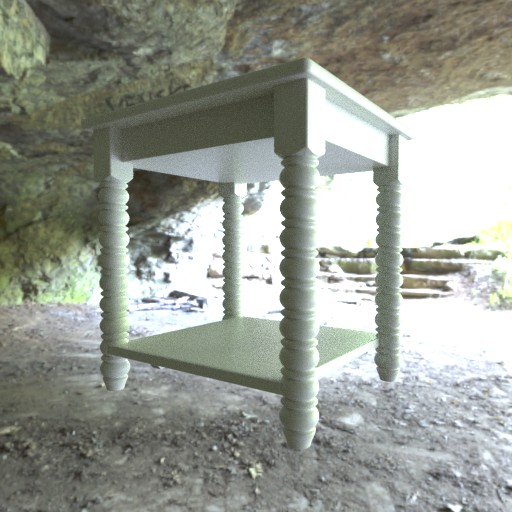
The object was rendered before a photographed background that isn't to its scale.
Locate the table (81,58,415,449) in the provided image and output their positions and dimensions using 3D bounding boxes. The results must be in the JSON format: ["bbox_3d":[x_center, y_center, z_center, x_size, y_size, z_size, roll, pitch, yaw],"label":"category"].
[{"bbox_3d":[0.000,0.000,0.964,0.533,0.563,0.500,1,2,36],"label":"table"}]
